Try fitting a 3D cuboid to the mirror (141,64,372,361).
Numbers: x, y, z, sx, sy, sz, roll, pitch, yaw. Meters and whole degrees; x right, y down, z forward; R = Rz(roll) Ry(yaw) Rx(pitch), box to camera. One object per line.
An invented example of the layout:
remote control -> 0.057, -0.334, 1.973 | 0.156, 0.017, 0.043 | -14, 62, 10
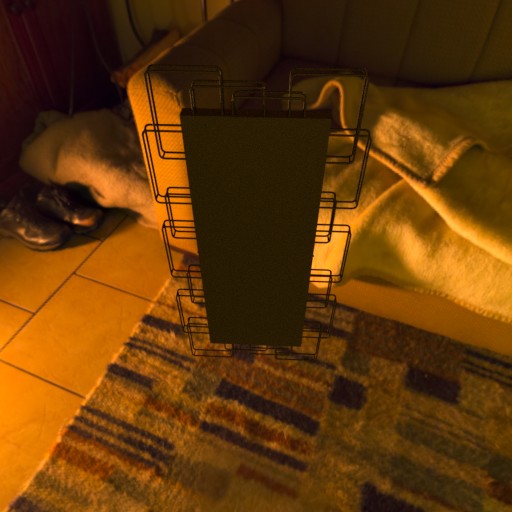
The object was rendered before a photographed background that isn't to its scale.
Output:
mirror -> 0.000, 0.000, 1.409 | 0.565, 1.192, 0.037 | 2, 46, 2
